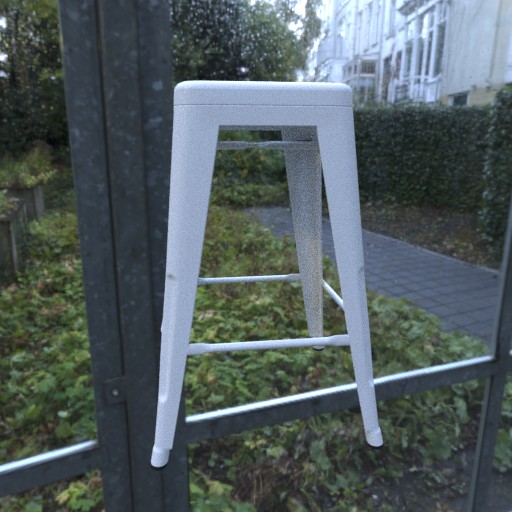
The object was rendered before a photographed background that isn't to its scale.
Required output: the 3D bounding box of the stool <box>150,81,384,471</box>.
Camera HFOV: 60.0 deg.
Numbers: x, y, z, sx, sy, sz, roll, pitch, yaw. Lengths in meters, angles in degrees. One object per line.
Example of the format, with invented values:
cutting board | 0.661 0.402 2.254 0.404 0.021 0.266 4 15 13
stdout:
stool | 0.000 0.000 0.869 0.406 0.610 0.406 -2 15 -7
